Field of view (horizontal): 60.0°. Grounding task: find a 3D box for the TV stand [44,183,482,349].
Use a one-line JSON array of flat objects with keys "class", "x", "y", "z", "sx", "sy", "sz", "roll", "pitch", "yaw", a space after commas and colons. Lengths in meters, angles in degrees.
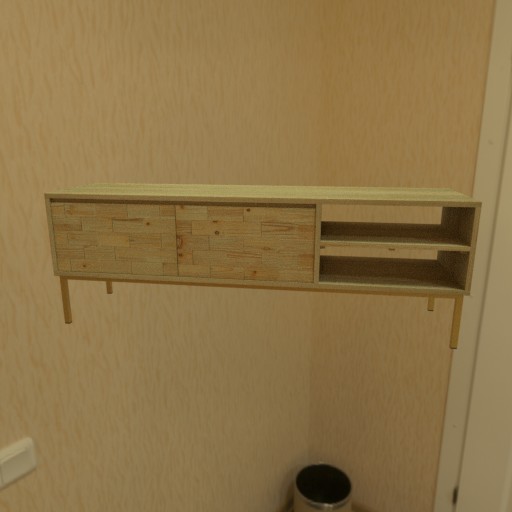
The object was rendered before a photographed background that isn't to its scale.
[{"class": "TV stand", "x": 0.000, "y": 0.000, "z": 1.875, "sx": 1.600, "sy": 0.550, "sz": 0.420, "roll": 2, "pitch": 15, "yaw": 8}]
